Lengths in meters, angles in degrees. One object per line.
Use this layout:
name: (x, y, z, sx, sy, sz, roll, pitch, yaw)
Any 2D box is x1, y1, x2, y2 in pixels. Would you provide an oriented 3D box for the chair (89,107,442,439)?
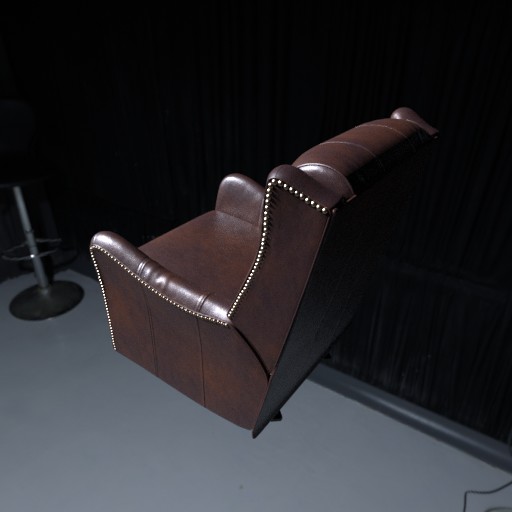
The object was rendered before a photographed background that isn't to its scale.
chair: (0.000, 0.000, 1.739, 1.008, 1.084, 0.869, 20, 36, 30)
